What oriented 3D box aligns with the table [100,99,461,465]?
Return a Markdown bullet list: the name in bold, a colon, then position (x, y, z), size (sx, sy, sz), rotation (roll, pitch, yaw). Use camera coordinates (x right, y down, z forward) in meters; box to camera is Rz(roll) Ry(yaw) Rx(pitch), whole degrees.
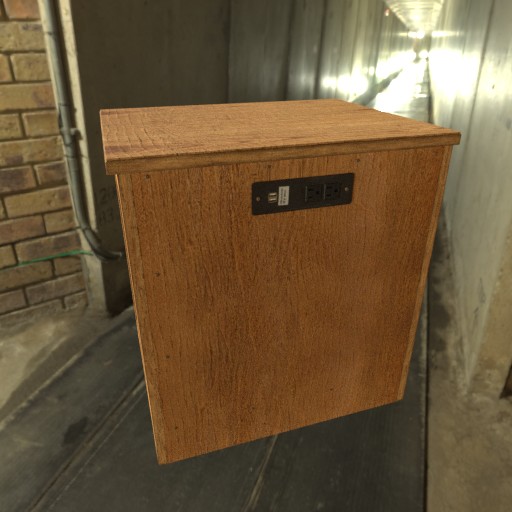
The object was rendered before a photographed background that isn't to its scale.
- **table**: position (0.000, 0.000, 1.041), size (0.601, 0.625, 0.494), rotation (-8, 28, -16)
